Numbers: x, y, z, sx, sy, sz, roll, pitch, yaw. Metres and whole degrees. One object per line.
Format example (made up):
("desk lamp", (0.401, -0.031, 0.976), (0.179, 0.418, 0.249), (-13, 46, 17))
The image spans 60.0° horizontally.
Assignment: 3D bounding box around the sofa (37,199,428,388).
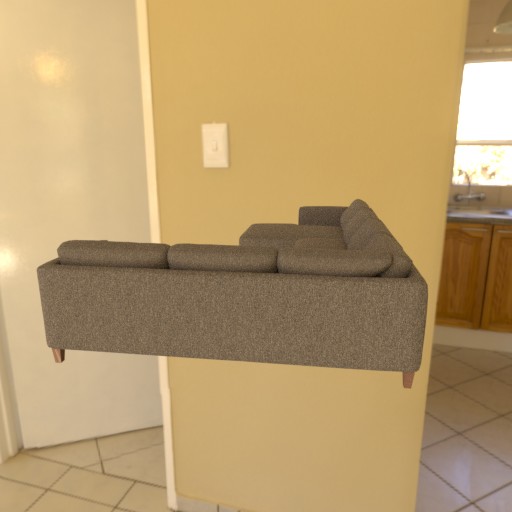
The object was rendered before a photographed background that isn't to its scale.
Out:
("sofa", (0.000, 0.000, 4.366), (2.551, 0.853, 3.238), (2, 14, 8))
